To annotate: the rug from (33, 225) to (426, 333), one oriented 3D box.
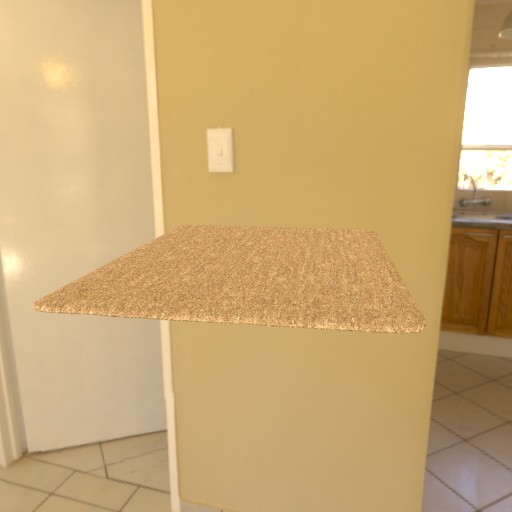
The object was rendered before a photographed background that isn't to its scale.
[{"bbox_3d":[0.000,0.000,3.728,2.242,0.050,2.873,2,14,9],"label":"rug"}]
